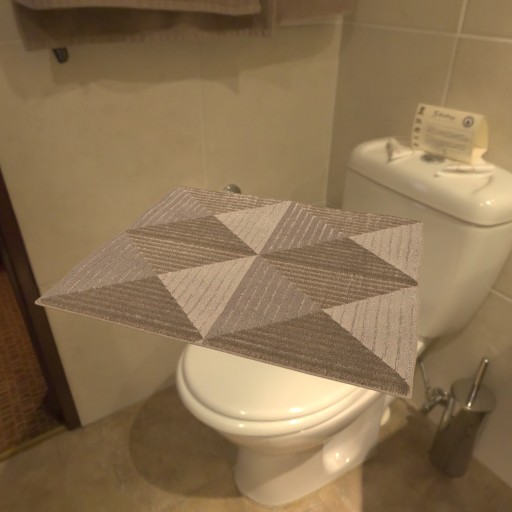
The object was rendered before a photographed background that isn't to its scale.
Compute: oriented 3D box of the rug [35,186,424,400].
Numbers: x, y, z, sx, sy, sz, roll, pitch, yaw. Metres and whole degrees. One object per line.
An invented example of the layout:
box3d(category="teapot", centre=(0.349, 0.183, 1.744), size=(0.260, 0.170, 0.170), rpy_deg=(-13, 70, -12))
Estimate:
box3d(category="rug", centre=(0.000, 0.000, 0.904), size=(0.642, 0.008, 0.551), rpy_deg=(11, 34, 16))
